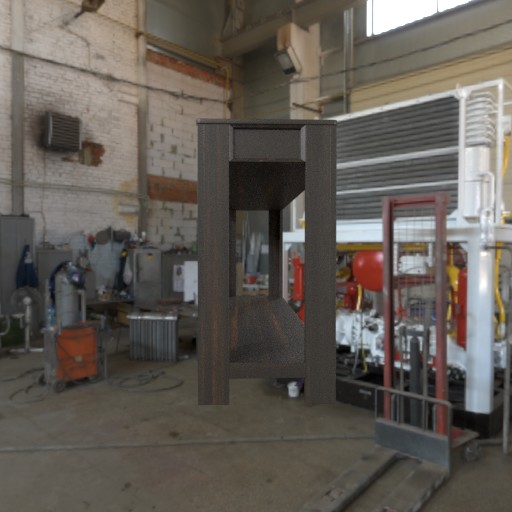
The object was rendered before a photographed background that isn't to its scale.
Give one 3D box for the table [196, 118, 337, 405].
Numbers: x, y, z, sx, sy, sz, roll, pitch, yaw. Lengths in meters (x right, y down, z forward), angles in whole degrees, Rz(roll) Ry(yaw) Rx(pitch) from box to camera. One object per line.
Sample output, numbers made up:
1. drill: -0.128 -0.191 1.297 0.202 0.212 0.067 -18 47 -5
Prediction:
1. table: 0.000 0.000 1.996 0.384 0.762 1.631 0 1 -2
